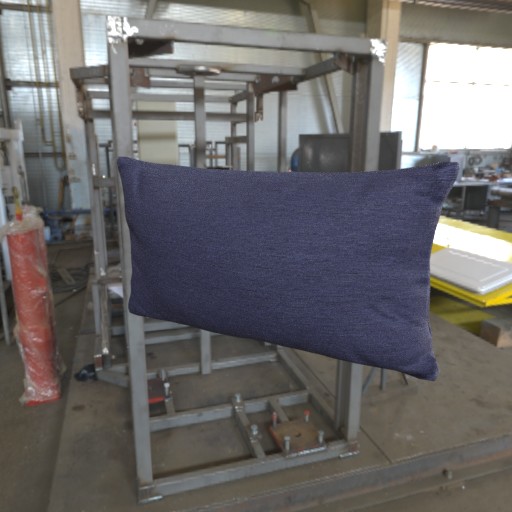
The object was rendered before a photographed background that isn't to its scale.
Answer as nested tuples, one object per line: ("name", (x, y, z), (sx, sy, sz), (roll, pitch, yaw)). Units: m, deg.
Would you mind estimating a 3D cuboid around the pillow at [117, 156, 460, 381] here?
("pillow", (0.000, 0.000, 0.787), (0.633, 0.338, 0.210), (7, 16, 26))
